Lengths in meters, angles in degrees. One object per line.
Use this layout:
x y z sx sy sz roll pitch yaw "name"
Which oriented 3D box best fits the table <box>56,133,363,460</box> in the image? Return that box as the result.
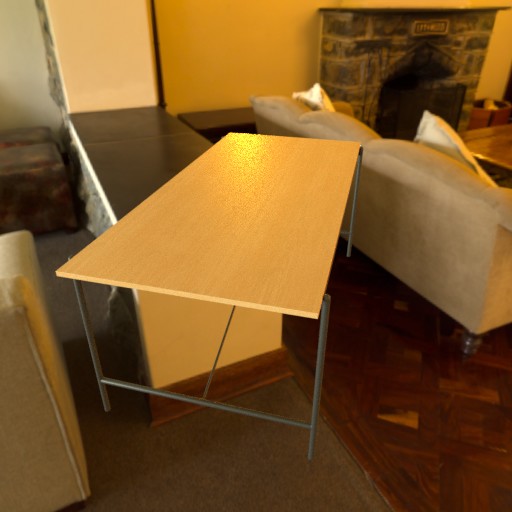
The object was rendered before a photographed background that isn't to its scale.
0.000 0.000 2.278 0.900 0.758 1.800 8 31 13 "table"
